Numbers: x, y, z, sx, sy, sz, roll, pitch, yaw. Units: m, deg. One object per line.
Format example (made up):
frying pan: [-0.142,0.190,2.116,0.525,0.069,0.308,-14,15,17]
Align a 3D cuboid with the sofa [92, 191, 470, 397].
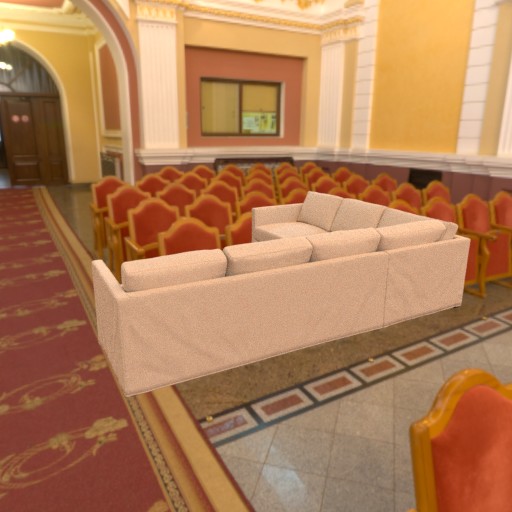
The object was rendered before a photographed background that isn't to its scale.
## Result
sofa: [0.000,0.000,4.406,3.182,0.871,2.432,-8,18,-27]
